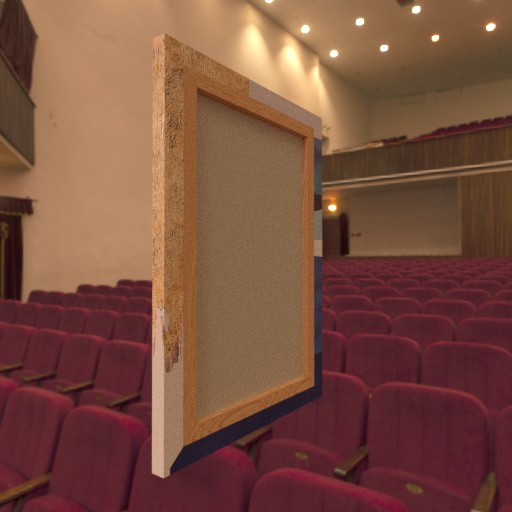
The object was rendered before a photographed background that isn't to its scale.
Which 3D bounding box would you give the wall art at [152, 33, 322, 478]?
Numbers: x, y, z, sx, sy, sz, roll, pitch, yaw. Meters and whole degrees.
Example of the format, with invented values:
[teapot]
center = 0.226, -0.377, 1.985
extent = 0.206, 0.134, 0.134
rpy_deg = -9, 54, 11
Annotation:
[wall art]
center = 0.000, 0.000, 0.802
extent = 0.026, 0.613, 0.458
rpy_deg = 0, -1, 36
